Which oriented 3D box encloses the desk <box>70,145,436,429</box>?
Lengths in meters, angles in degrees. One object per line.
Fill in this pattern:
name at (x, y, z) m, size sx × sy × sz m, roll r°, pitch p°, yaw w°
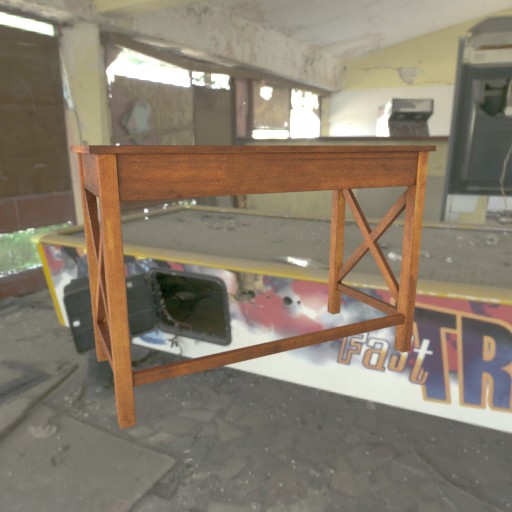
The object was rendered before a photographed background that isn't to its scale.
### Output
desk at (0.000, 0.000, 1.574) m, size 1.117 × 0.762 × 0.508 m, roll -7°, pitch 16°, yaw -26°
